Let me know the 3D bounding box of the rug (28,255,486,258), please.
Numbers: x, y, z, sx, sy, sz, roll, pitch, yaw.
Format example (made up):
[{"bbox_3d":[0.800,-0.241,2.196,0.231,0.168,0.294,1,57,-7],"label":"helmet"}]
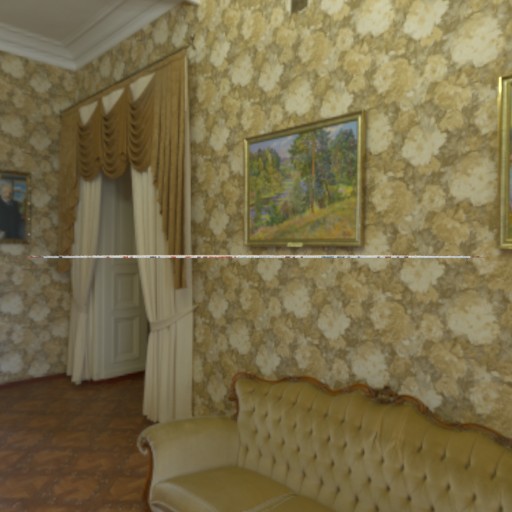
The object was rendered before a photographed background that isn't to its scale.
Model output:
[{"bbox_3d":[0.000,0.000,4.373,3.274,0.015,2.439,0,0,-1],"label":"rug"}]
